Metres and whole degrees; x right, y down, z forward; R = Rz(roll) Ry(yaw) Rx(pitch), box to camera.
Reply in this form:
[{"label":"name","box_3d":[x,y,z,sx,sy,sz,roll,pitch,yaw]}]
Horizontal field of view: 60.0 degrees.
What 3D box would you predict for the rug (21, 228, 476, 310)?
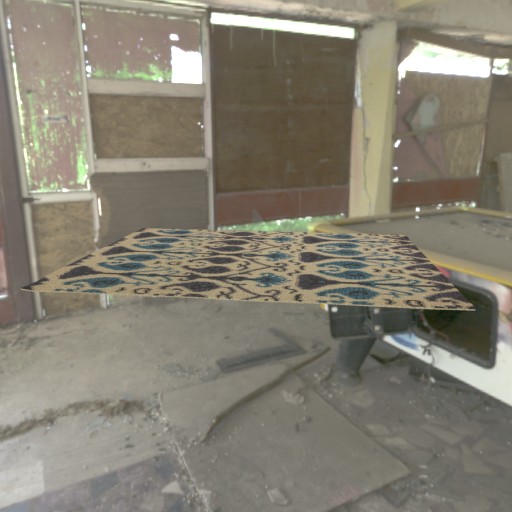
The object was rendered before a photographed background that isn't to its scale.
[{"label":"rug","box_3d":[0.000,0.000,4.256,3.228,0.024,2.443,2,15,7]}]
